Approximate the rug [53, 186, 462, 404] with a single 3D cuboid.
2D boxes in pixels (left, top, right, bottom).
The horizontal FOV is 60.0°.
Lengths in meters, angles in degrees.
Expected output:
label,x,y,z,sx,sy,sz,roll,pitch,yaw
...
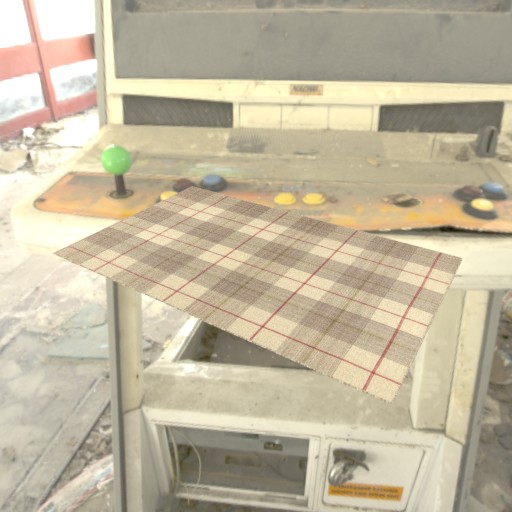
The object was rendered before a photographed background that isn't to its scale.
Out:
label,x,y,z,sx,sy,sz,roll,pitch,yaw
rug,0.000,0.000,3.123,2.464,0.010,1.549,18,35,28
